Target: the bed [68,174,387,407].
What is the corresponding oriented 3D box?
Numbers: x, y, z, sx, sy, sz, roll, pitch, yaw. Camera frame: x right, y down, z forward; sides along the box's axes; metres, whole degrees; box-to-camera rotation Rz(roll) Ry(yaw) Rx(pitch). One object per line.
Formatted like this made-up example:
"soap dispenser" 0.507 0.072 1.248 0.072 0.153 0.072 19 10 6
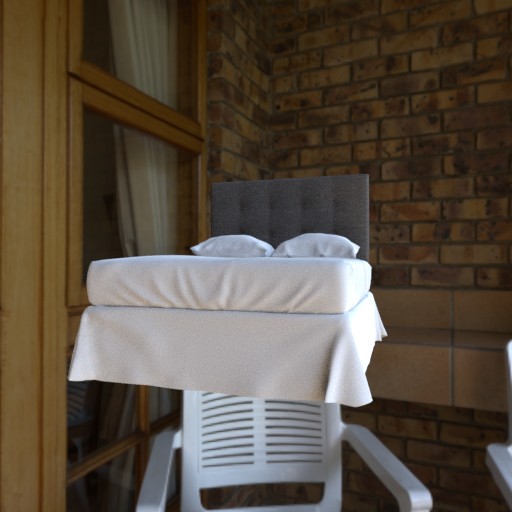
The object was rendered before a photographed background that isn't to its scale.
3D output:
"bed" 0.000 0.000 3.513 1.936 1.577 2.222 0 -1 18
